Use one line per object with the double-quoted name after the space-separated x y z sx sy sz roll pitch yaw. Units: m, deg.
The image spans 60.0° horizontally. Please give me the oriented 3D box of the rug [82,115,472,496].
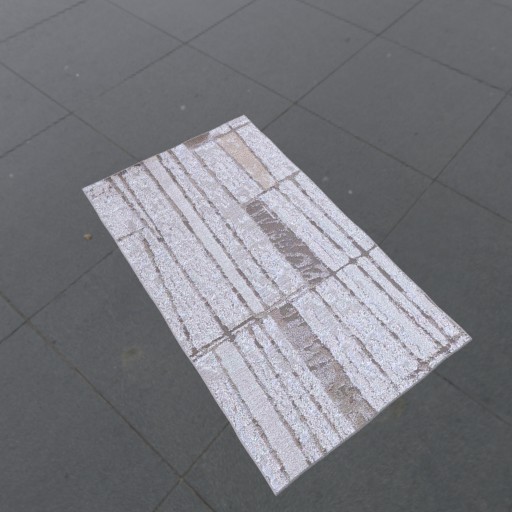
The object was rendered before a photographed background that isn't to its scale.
0.000 0.000 1.049 0.515 0.007 0.867 -30 62 -18 "rug"
